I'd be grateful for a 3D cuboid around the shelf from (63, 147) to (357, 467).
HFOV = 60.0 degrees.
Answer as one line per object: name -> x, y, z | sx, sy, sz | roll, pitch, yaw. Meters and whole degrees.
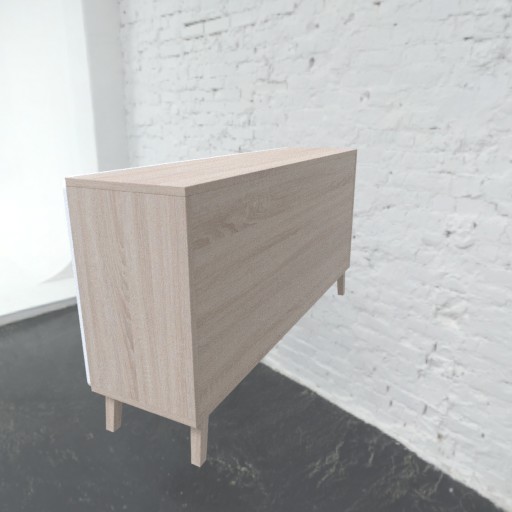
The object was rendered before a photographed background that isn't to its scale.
shelf -> 0.000, 0.000, 1.809 | 0.400, 0.780, 1.490 | 8, 19, 25
